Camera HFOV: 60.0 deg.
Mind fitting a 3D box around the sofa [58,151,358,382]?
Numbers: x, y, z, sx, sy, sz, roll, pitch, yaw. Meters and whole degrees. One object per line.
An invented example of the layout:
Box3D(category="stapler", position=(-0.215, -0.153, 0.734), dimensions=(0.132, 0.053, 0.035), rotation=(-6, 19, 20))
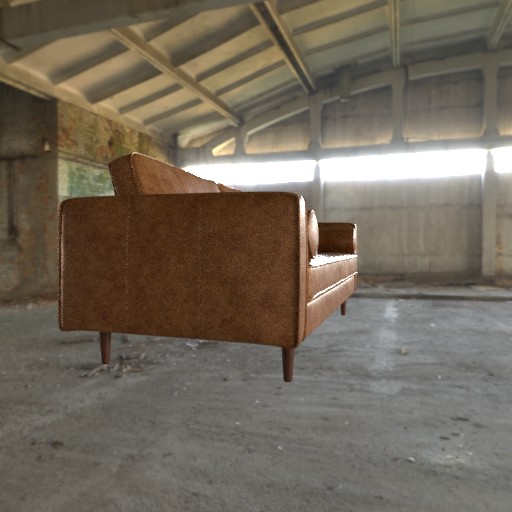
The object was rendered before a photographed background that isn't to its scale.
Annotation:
Box3D(category="sofa", position=(0.000, 0.000, 2.369), dimensions=(0.924, 0.825, 1.920), rotation=(0, 1, 18))
